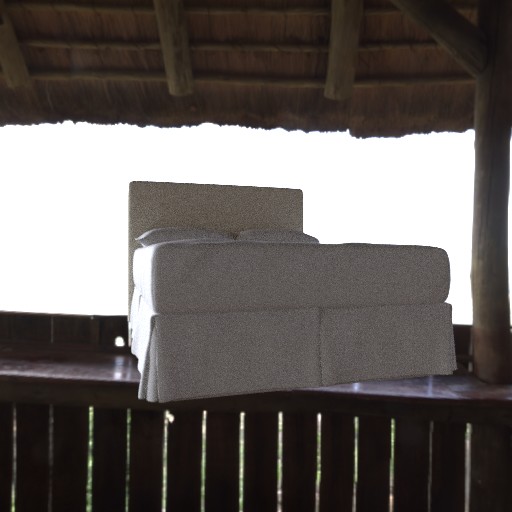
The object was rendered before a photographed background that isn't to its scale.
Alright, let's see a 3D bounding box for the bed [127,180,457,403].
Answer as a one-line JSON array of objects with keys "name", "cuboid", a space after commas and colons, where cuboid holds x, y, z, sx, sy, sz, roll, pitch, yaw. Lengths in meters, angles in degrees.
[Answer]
[{"name": "bed", "cuboid": [0.000, 0.000, 3.154, 1.714, 1.330, 2.147, 0, 0, -18]}]
